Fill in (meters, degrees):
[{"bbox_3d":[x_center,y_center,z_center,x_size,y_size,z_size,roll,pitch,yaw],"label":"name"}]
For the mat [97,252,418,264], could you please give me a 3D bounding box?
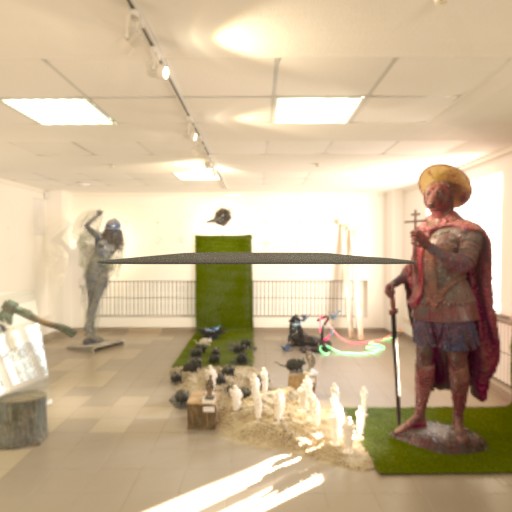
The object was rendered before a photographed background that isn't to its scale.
[{"bbox_3d":[0.000,0.000,1.908,0.918,0.013,1.524,0,1,0],"label":"mat"}]
